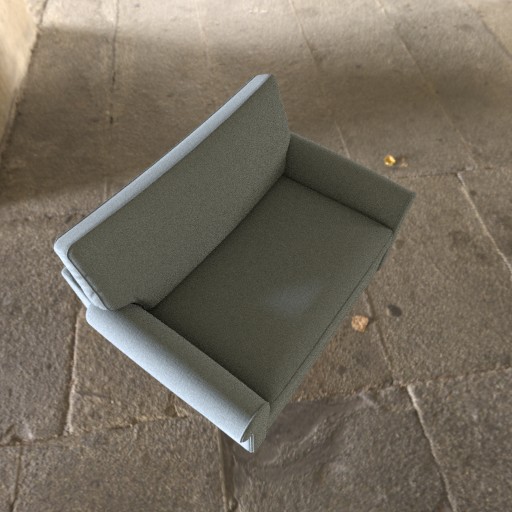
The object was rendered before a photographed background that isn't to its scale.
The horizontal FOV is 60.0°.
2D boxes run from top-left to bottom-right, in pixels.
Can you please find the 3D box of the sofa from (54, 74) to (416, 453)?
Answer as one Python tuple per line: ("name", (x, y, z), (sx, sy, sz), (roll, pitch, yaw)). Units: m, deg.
("sofa", (0.000, 0.000, 2.055), (0.940, 0.953, 1.410), (31, 62, 19))
